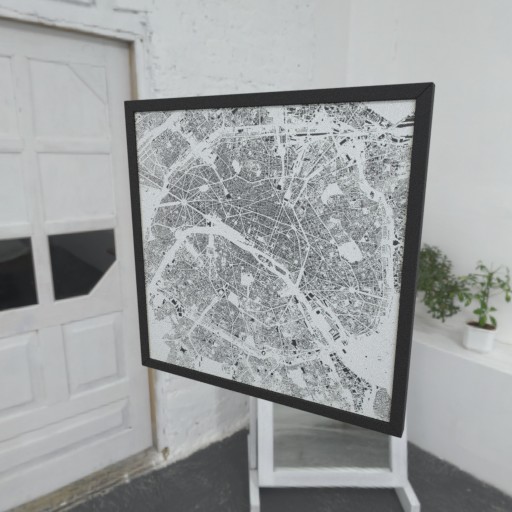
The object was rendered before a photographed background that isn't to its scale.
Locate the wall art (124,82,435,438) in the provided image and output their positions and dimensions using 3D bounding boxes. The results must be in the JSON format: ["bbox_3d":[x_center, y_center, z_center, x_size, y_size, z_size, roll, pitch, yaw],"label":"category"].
[{"bbox_3d":[0.000,0.000,1.103,0.763,0.763,0.037,7,15,26],"label":"wall art"}]
